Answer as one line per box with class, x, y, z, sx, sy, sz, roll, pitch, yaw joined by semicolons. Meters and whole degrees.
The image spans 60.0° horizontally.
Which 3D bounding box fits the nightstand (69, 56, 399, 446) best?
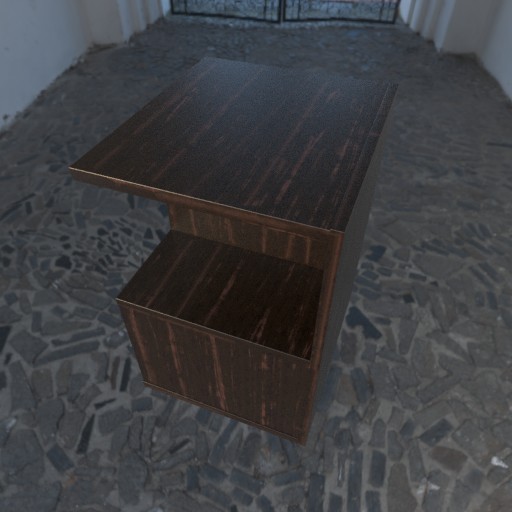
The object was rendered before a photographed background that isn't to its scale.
nightstand;0.000;0.000;0.843;0.356;0.559;0.400;15;46;15
